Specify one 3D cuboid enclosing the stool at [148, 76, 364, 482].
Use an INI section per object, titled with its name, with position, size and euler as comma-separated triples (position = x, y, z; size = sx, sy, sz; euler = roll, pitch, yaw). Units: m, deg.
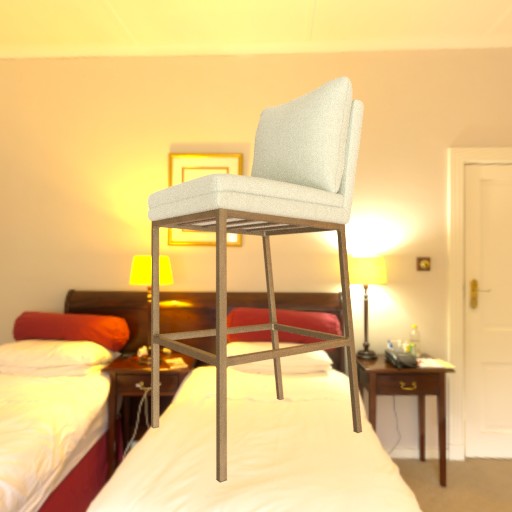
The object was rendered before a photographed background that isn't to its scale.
[stool]
position = 0.000, 0.000, 1.441
size = 0.572, 1.125, 0.463
euler = 0, 0, -36
